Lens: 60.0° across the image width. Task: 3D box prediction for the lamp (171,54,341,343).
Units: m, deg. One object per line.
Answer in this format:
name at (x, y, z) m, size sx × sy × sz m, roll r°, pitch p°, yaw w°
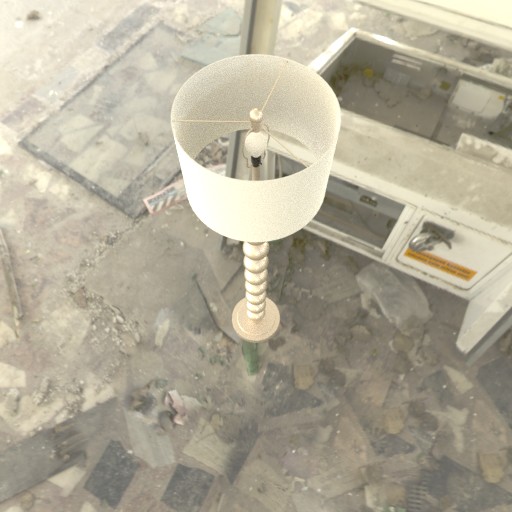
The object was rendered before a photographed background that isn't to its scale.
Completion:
lamp at (0.000, 0.000, 1.671) m, size 0.394 × 1.474 × 0.394 m, roll -33°, pitch 68°, yaw -15°
